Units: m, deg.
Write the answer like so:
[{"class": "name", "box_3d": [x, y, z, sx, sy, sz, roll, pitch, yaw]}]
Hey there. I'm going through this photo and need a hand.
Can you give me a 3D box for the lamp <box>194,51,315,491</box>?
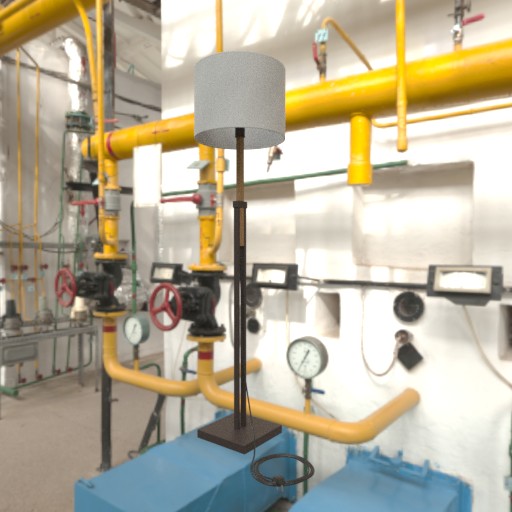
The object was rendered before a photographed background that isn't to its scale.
[{"class": "lamp", "box_3d": [0.000, 0.000, 1.898, 0.639, 1.650, 0.474, 1, 1, 37]}]
